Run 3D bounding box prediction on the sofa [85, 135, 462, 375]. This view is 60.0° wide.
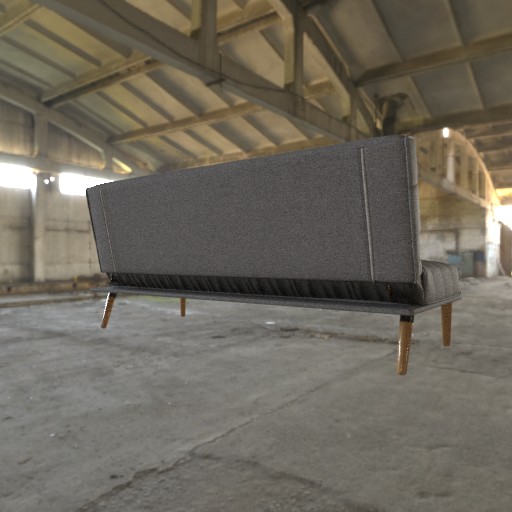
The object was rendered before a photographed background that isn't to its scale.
[{"bbox_3d":[0.000,0.000,2.291,1.820,0.830,0.810,0,0,36],"label":"sofa"}]
